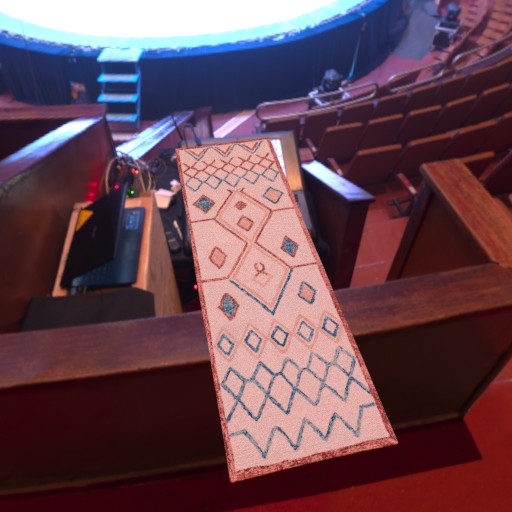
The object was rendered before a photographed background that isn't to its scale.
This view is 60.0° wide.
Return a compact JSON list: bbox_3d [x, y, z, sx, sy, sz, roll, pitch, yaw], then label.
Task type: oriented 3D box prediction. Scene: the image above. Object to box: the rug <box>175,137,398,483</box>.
[{"bbox_3d":[0.000,0.000,2.691,0.750,0.011,2.435,-9,49,-8],"label":"rug"}]
